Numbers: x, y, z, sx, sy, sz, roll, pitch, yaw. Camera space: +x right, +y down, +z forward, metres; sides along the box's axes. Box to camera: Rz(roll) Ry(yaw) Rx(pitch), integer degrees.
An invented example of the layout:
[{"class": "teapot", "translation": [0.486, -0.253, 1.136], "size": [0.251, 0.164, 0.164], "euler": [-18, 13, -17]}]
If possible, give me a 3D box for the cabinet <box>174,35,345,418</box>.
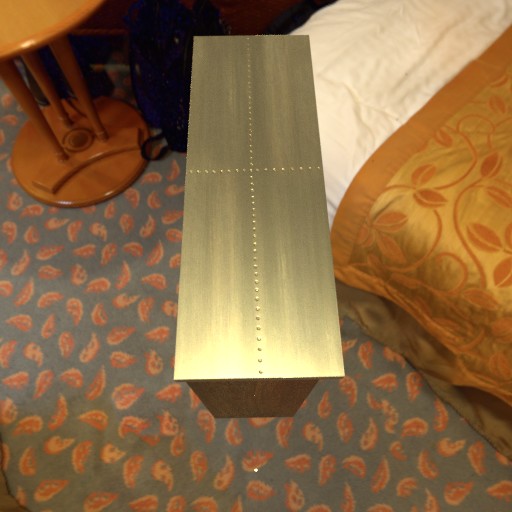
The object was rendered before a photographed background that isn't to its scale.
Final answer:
[{"class": "cabinet", "translation": [0.000, 0.000, 1.480], "size": [0.338, 0.919, 0.968], "euler": [-1, 64, 0]}]
